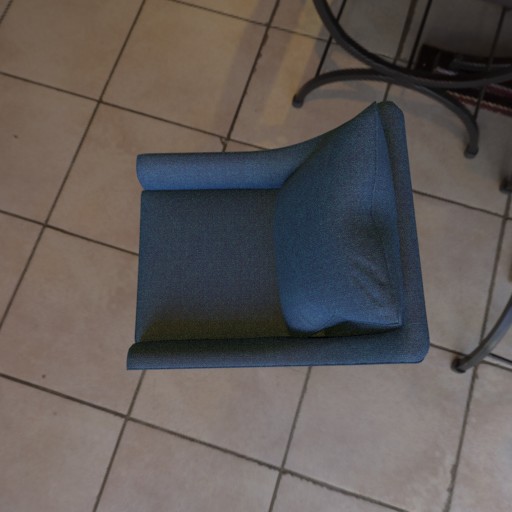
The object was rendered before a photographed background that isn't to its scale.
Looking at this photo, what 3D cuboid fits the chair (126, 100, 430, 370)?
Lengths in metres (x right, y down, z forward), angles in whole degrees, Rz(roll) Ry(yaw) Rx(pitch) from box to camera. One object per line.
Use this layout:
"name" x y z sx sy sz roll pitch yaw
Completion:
"chair" 0.000 0.000 1.537 0.870 0.939 0.750 -1 76 0
